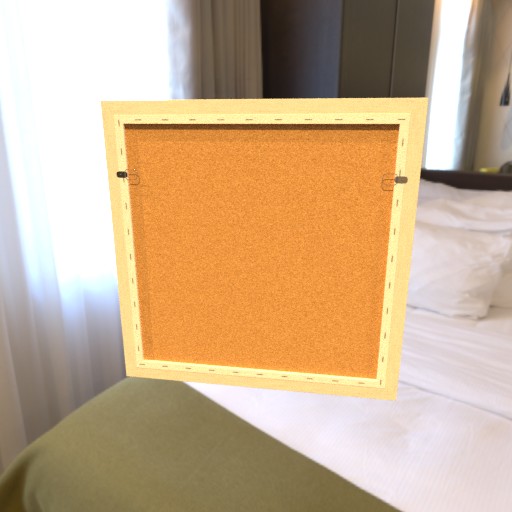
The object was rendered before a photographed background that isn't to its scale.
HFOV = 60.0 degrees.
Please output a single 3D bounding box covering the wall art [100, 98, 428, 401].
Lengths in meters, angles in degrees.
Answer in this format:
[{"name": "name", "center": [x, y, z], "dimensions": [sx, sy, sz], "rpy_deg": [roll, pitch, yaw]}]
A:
[{"name": "wall art", "center": [0.000, 0.000, 1.524], "dimensions": [1.016, 1.016, 0.045], "rpy_deg": [3, 17, 9]}]
